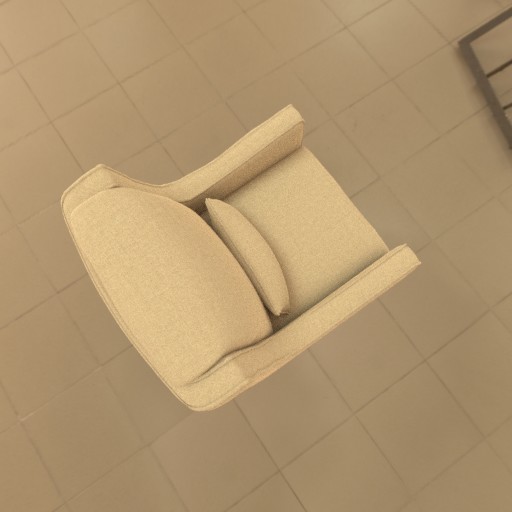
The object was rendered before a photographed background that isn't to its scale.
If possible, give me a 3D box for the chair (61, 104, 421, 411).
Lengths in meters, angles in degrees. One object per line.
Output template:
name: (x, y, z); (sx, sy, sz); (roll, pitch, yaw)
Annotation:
chair: (0.000, 0.000, 1.587); (0.879, 0.993, 0.732); (-34, 78, -8)
